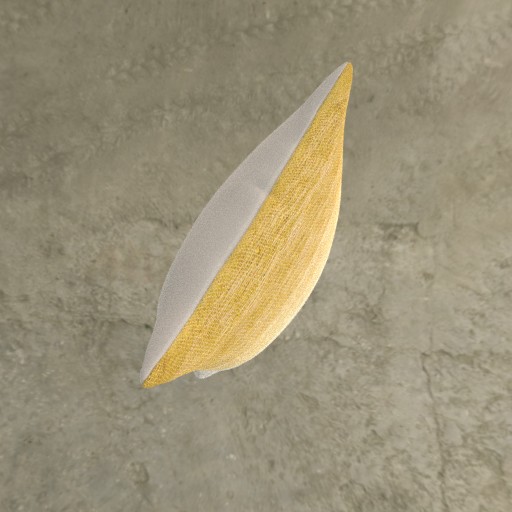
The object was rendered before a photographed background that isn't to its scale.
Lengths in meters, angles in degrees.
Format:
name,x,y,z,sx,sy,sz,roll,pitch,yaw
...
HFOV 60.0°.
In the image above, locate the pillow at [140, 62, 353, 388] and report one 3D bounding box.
name,x,y,z,sx,sy,sz,roll,pitch,yaw
pillow,0.000,0.000,0.711,0.211,0.450,0.450,30,78,7
